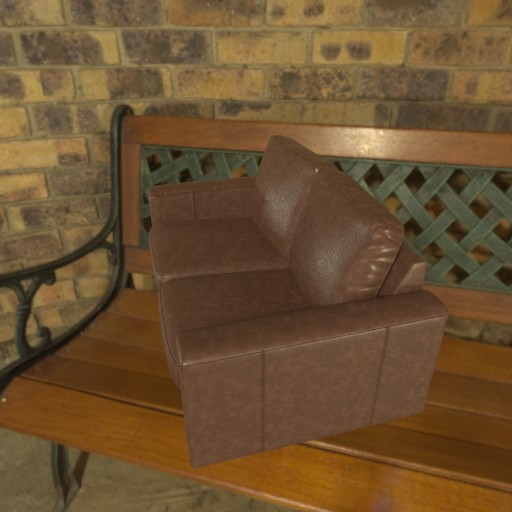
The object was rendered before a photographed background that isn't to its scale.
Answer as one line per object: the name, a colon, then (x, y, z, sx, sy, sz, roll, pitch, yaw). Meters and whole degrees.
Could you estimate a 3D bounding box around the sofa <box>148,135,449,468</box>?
sofa: (0.000, 0.000, 2.219, 1.016, 0.873, 1.616, -8, 31, -14)
